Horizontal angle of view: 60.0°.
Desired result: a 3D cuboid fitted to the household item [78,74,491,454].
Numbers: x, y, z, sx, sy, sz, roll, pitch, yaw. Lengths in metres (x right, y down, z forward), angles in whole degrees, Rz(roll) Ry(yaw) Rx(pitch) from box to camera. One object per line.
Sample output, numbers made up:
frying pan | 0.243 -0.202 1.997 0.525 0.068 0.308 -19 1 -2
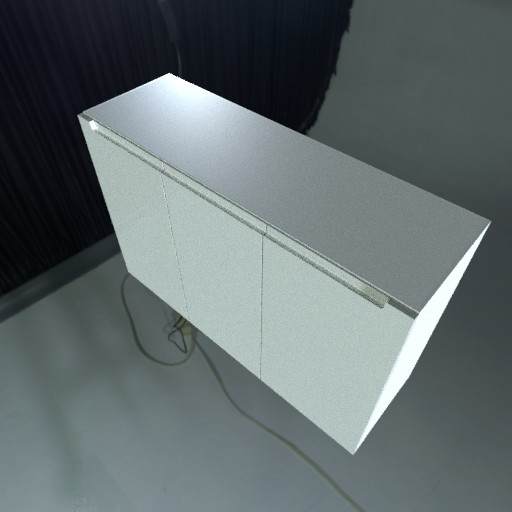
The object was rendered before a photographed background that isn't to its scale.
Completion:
household item | 0.000 0.000 1.683 1.300 0.867 0.420 33 55 27
